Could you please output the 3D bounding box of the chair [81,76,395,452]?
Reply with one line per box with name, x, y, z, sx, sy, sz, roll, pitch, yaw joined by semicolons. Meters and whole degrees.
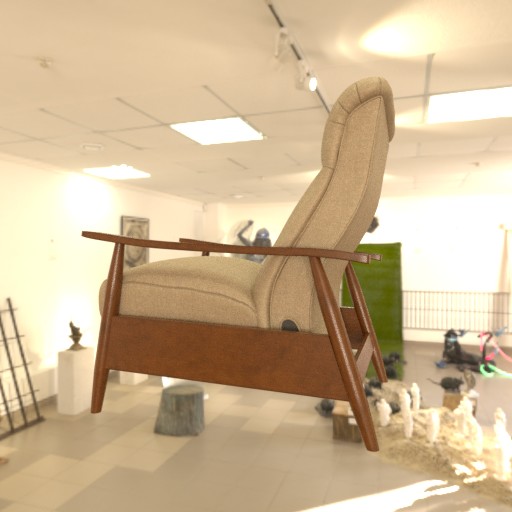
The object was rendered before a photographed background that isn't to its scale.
chair;0.000;0.000;1.724;1.030;1.082;0.762;0;0;18
